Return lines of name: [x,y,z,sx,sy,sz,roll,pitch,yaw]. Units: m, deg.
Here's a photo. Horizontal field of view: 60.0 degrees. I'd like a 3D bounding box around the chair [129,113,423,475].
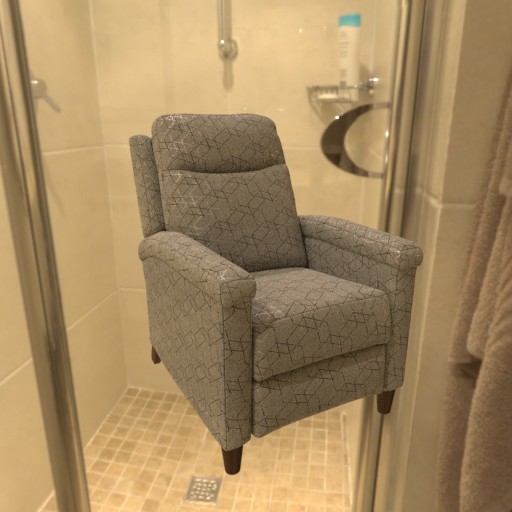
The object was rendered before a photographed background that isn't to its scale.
chair: [0.000,0.000,1.696,0.753,1.048,0.987,-9,19,-27]
